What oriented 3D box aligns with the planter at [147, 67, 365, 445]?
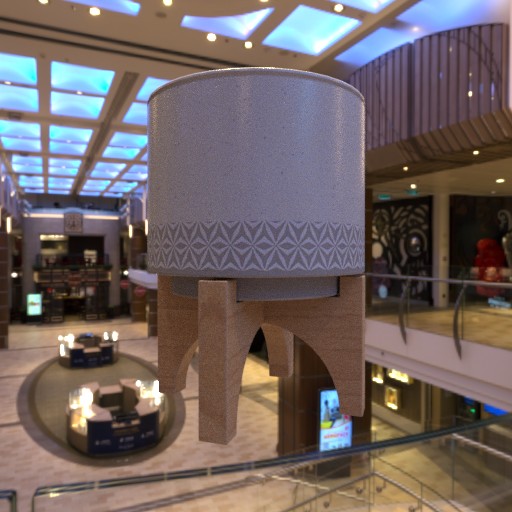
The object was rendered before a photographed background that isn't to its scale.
[{"bbox_3d":[0.000,0.000,0.272,0.130,0.178,0.130,0,1,0],"label":"planter"}]
